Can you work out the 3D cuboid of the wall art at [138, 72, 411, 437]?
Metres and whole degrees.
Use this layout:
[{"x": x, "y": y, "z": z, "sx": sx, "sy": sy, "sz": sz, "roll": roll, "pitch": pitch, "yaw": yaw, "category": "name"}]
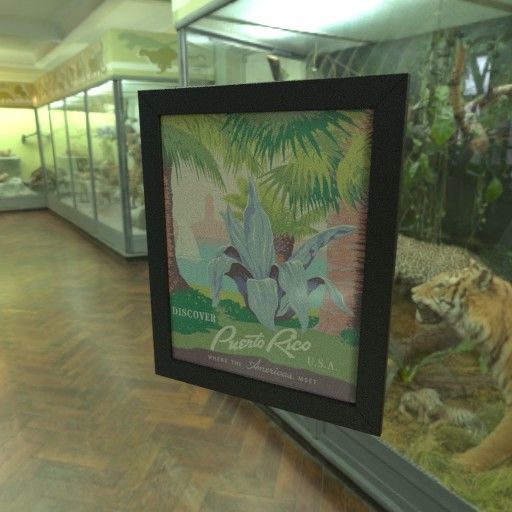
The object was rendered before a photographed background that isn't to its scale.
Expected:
[{"x": 0.000, "y": 0.000, "z": 0.795, "sx": 0.481, "sy": 0.582, "sz": 0.018, "roll": 7, "pitch": 16, "yaw": 25, "category": "wall art"}]
